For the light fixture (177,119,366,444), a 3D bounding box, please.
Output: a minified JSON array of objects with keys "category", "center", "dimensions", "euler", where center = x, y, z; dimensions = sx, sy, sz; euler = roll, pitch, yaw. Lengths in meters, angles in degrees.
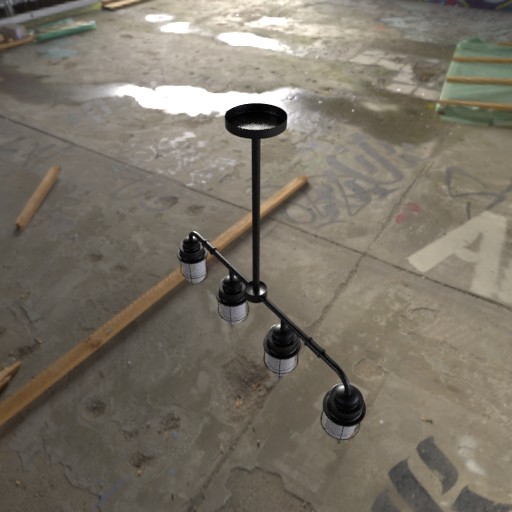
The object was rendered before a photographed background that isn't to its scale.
[{"category":"light fixture","center":[0.000,0.000,1.186],"dimensions":[0.131,0.785,0.852],"euler":[-27,48,-27]}]
